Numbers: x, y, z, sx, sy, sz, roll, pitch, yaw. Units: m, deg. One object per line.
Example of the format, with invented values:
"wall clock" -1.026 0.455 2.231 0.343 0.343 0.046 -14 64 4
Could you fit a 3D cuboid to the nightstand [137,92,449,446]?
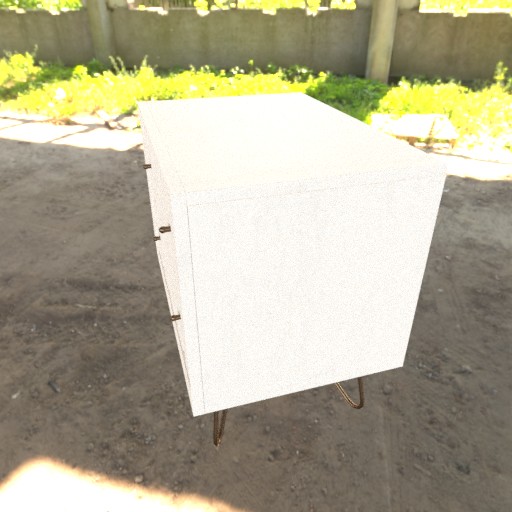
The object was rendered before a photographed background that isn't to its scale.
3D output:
"nightstand" 0.000 0.000 1.040 0.447 0.604 0.614 -9 32 -15
